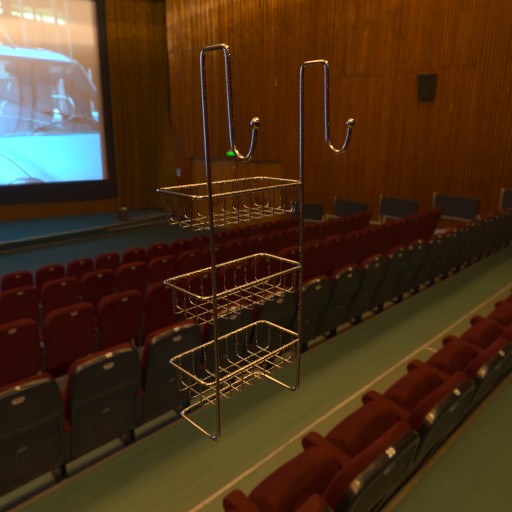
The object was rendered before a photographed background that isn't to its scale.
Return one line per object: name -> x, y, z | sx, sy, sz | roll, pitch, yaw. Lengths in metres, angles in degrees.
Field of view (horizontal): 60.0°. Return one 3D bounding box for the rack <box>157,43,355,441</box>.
rack -> 0.000, 0.000, 0.691 | 0.202, 0.574, 0.228 | 16, 23, 43
